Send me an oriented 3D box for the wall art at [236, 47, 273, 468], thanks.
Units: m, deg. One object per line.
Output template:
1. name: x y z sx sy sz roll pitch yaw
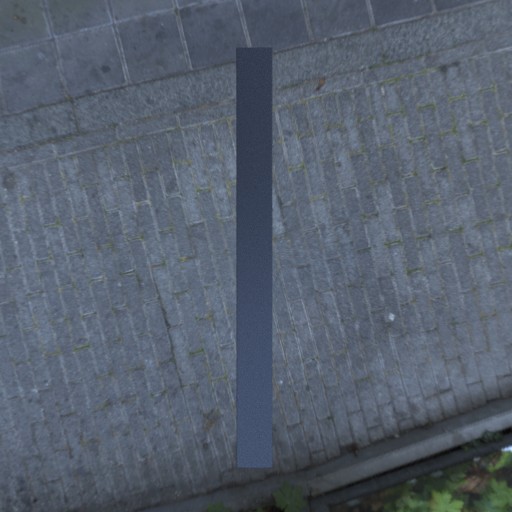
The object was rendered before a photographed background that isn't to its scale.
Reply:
1. wall art: 0.000 0.000 0.533 0.028 0.380 0.325 0 91 0
